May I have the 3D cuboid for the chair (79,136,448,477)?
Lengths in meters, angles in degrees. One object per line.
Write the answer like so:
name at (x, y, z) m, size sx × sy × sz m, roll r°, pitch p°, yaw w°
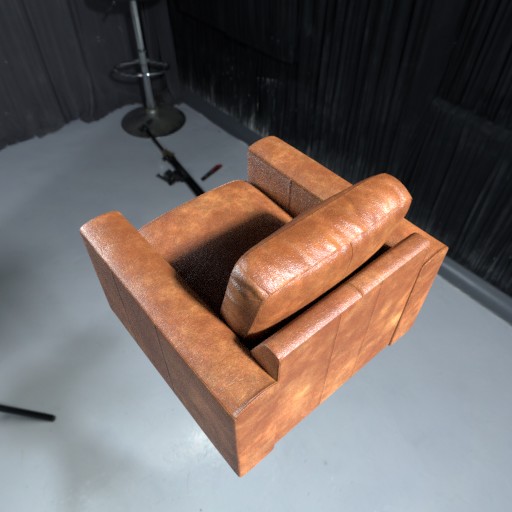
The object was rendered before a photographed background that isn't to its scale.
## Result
chair at (0.000, 0.000, 1.752) m, size 1.005 × 0.873 × 1.016 m, roll -32°, pitch 55°, yaw -26°
